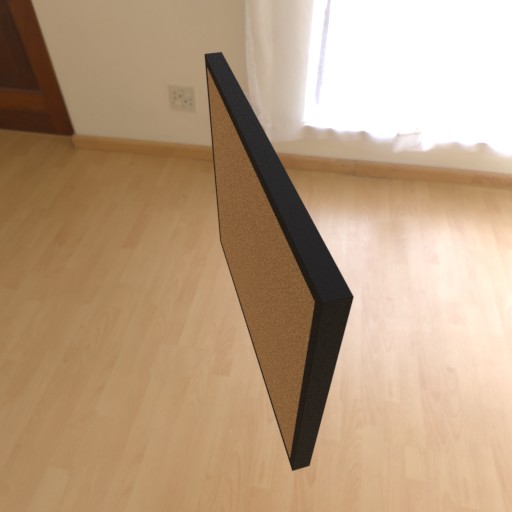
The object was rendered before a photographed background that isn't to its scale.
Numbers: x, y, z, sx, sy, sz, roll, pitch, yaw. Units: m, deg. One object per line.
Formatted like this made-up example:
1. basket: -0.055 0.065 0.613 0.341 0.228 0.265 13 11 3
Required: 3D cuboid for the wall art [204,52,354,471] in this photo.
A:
1. wall art: 0.000 0.000 0.747 0.030 0.454 0.554 -11 48 -11
